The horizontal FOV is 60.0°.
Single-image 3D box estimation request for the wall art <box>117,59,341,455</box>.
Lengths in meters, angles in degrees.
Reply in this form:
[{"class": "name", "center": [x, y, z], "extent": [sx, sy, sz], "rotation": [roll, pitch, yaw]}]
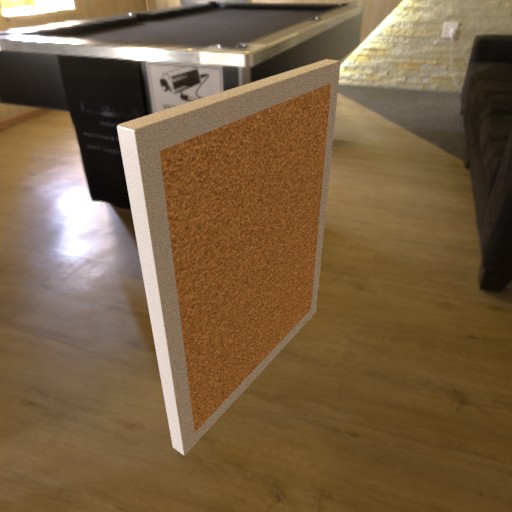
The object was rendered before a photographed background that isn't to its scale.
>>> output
[{"class": "wall art", "center": [0.000, 0.000, 0.754], "extent": [0.028, 0.556, 0.454], "rotation": [22, 39, 29]}]
